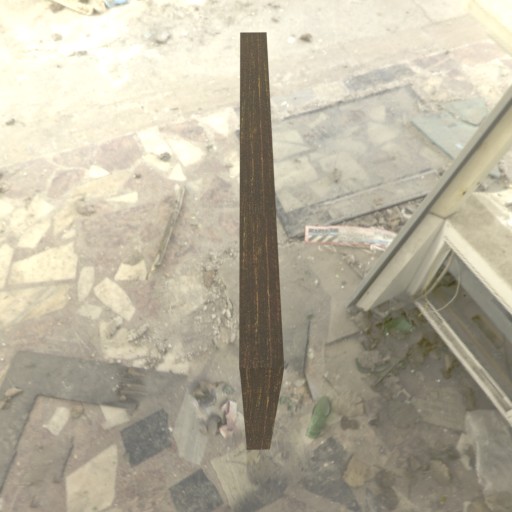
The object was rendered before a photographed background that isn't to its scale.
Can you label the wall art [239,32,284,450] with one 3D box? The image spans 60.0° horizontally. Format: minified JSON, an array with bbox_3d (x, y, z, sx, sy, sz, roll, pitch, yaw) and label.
[{"bbox_3d":[0.000,0.000,0.532,0.031,0.330,0.381,-1,58,-1],"label":"wall art"}]
